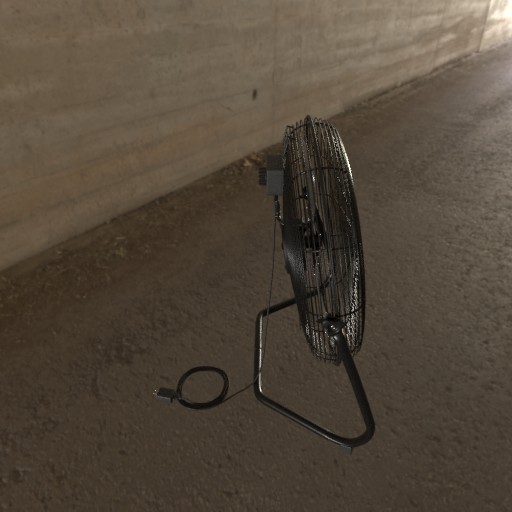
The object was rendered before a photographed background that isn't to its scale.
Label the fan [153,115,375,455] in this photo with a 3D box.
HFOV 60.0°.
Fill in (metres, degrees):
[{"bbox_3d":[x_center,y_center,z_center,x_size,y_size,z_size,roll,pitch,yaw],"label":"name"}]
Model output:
[{"bbox_3d":[0.000,0.000,0.991,0.470,0.605,0.595,1,32,1],"label":"fan"}]
